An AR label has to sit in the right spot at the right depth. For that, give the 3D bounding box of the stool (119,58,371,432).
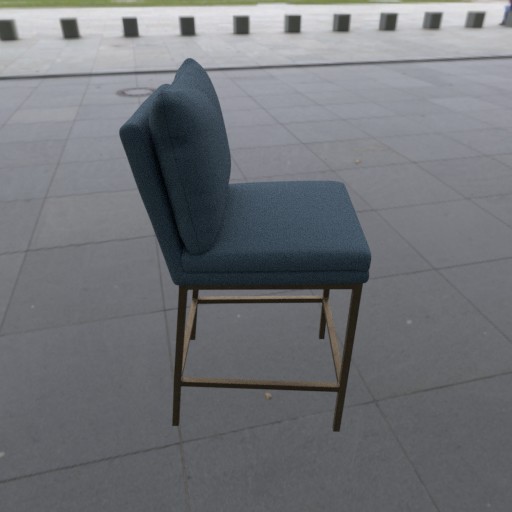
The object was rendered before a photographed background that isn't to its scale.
[{"bbox_3d":[0.000,0.000,1.322,0.568,1.032,0.463,0,32,1],"label":"stool"}]
